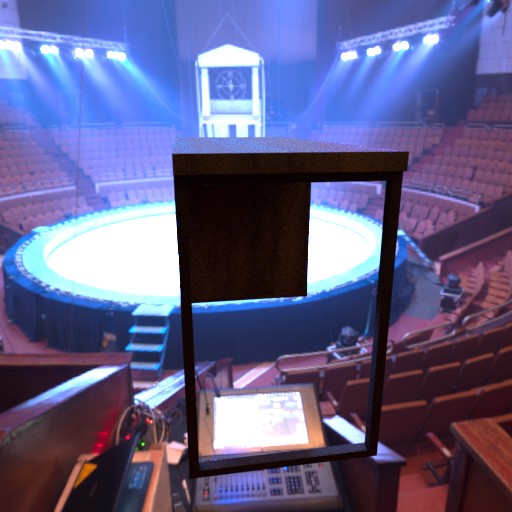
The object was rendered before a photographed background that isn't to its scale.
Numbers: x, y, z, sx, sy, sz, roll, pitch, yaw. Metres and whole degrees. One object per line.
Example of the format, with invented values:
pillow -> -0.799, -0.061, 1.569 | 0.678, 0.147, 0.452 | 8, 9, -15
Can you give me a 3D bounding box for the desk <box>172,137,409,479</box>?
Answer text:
desk -> 0.000, 0.000, 1.506 | 0.511, 0.752, 1.134 | -3, 17, -9
